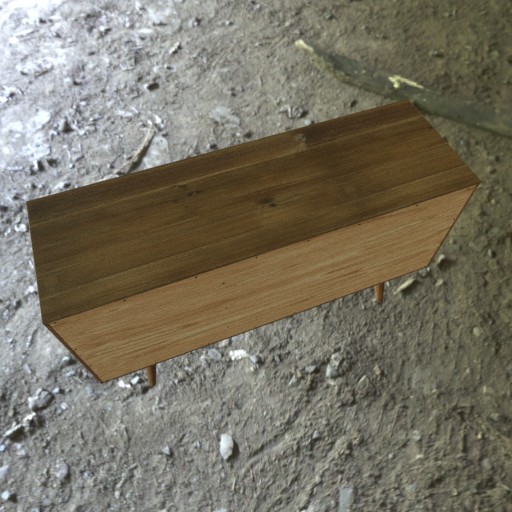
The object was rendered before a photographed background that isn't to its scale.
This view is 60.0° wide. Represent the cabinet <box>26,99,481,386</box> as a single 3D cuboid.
[{"bbox_3d":[0.000,0.000,1.768,1.400,0.800,0.472,-18,59,-11],"label":"cabinet"}]
